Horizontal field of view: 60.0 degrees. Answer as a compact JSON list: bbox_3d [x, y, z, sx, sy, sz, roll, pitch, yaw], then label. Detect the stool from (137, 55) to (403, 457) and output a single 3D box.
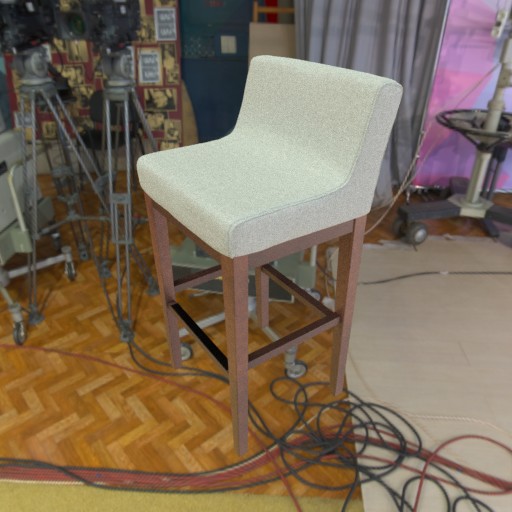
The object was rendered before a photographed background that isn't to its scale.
[{"bbox_3d":[0.000,0.000,1.330,0.500,1.037,0.511,-20,37,-29],"label":"stool"}]
